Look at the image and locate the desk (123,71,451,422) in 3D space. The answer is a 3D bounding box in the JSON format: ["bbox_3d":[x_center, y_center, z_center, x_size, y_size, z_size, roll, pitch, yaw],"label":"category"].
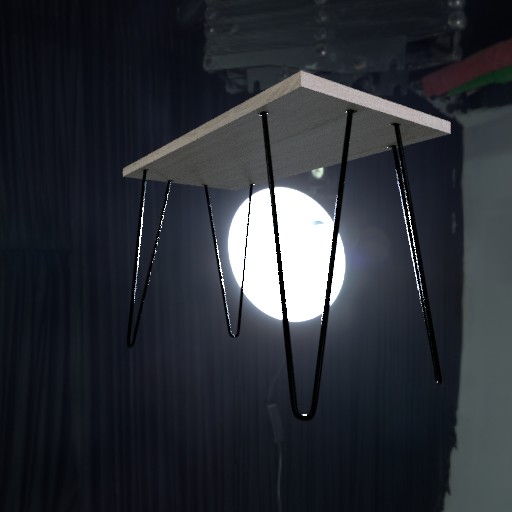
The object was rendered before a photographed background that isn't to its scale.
[{"bbox_3d":[0.000,0.000,1.367,0.499,0.660,0.991,1,-2,-35],"label":"desk"}]
